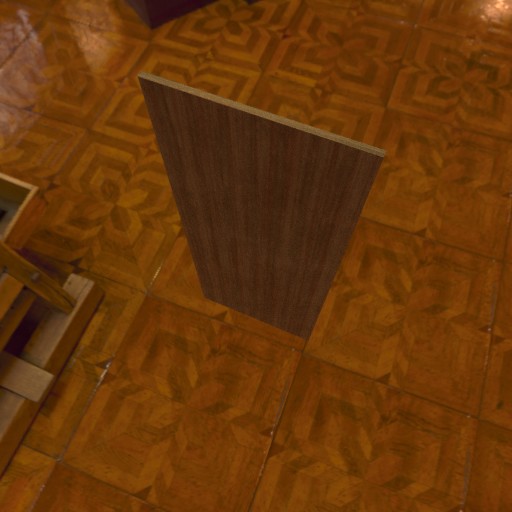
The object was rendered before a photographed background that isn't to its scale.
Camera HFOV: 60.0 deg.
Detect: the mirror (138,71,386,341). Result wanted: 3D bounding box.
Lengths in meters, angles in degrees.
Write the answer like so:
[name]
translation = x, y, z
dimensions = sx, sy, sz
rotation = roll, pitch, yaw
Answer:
[mirror]
translation = 0.000, 0.000, 2.266
dimensions = 0.812, 2.032, 0.025
rotation = 21, 66, 10
